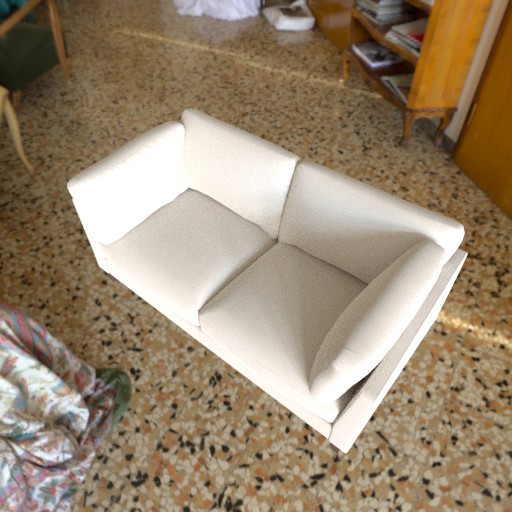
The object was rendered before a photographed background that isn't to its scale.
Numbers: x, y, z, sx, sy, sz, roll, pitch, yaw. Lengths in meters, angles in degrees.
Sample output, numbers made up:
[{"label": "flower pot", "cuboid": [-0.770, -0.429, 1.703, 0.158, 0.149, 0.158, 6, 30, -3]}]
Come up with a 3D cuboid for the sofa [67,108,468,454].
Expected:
[{"label": "sofa", "cuboid": [0.000, 0.000, 2.294, 1.776, 0.836, 0.970, 31, 53, 26]}]
